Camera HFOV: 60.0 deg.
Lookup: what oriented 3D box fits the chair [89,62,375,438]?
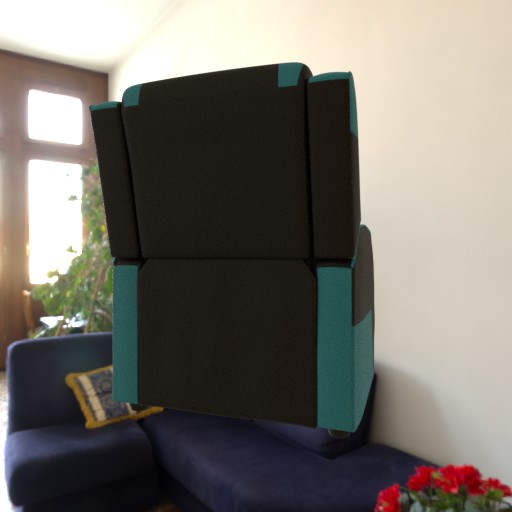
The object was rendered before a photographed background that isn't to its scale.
[{"bbox_3d":[0.000,0.000,1.257,0.620,0.805,0.672,0,0,19],"label":"chair"}]
